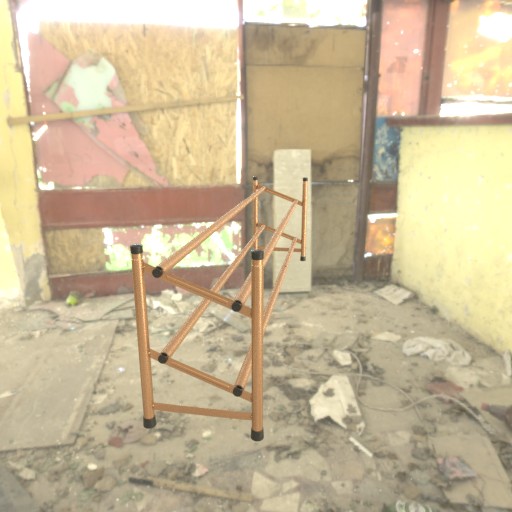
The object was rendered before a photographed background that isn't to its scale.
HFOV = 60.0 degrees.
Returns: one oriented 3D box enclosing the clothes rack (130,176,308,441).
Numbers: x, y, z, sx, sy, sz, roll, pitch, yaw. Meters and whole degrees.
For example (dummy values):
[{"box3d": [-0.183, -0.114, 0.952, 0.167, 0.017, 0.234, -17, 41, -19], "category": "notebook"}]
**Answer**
[{"box3d": [0.000, 0.000, 1.310, 0.229, 0.349, 1.168, 3, 16, 10], "category": "clothes rack"}]
